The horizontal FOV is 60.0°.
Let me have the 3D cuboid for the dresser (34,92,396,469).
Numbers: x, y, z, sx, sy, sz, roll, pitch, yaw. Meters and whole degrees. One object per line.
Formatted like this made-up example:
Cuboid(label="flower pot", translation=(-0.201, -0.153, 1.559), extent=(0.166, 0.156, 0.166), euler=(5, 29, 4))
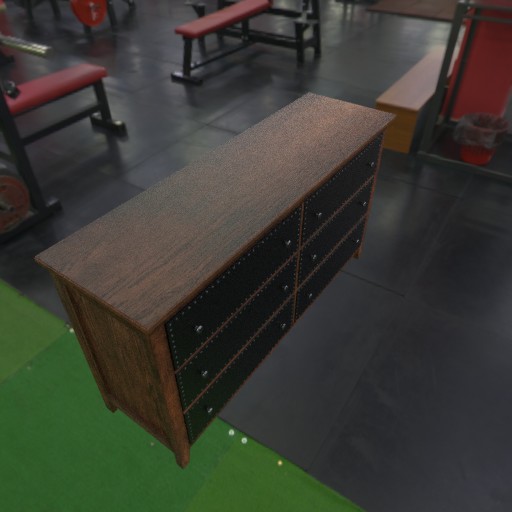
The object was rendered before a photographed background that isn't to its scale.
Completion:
Cuboid(label="dresser", translation=(0.000, 0.000, 1.930), extent=(0.463, 0.856, 1.551), euler=(25, 47, 26))
